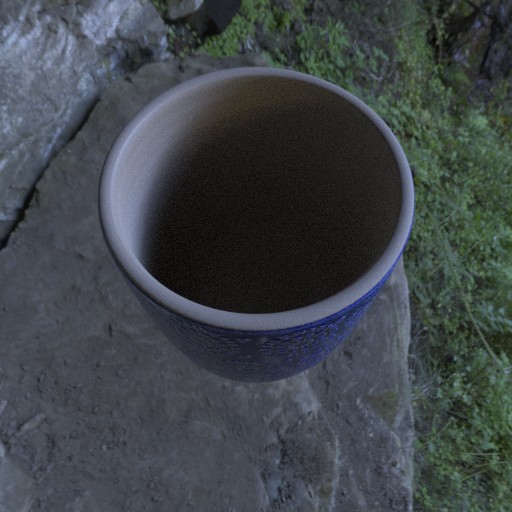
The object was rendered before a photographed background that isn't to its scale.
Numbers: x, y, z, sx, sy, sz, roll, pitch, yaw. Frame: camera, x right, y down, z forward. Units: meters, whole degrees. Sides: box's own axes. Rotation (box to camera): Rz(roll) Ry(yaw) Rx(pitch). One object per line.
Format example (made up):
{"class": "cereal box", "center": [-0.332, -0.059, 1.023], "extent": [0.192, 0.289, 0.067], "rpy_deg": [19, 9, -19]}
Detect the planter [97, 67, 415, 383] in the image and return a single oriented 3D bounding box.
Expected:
{"class": "planter", "center": [0.000, 0.000, 0.346], "extent": [0.184, 0.206, 0.184], "rpy_deg": [0, 64, 0]}
